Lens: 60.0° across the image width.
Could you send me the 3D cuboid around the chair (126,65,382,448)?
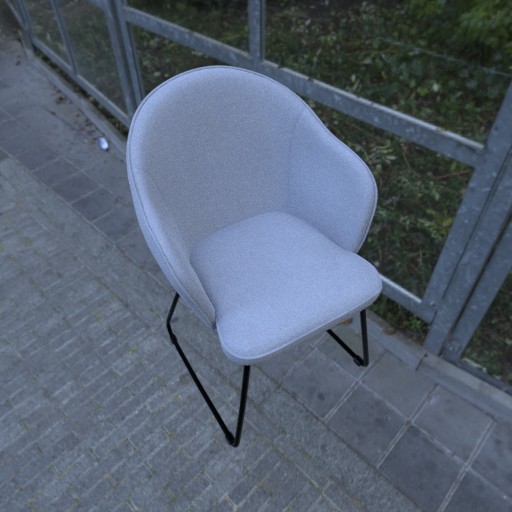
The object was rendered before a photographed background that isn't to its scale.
[{"bbox_3d":[0.000,0.000,1.212,0.570,0.817,0.592,-25,50,-22],"label":"chair"}]
